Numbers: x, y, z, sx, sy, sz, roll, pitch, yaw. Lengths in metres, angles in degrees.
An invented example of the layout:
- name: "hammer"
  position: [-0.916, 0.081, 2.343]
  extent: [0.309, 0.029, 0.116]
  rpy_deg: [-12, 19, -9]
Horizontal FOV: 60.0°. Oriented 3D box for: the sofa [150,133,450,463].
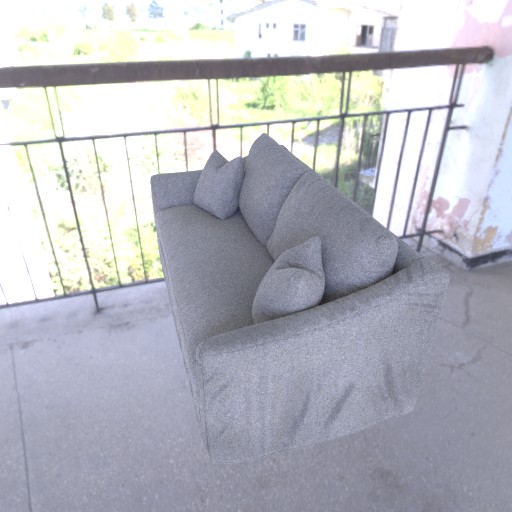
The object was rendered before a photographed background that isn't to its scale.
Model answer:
- name: "sofa"
  position: [0.000, 0.000, 2.647]
  extent: [1.072, 1.018, 2.010]
  rpy_deg: [-9, 31, -15]
